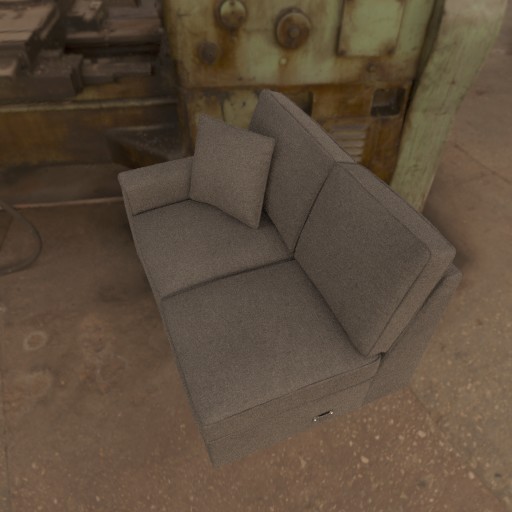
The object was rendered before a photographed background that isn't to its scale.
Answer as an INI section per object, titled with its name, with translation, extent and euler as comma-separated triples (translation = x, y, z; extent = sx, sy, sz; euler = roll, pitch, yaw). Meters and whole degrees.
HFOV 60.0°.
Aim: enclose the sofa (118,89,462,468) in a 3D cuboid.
[sofa]
translation = 0.000, 0.000, 2.051
extent = 0.991, 0.989, 1.388
euler = -17, 47, -16
